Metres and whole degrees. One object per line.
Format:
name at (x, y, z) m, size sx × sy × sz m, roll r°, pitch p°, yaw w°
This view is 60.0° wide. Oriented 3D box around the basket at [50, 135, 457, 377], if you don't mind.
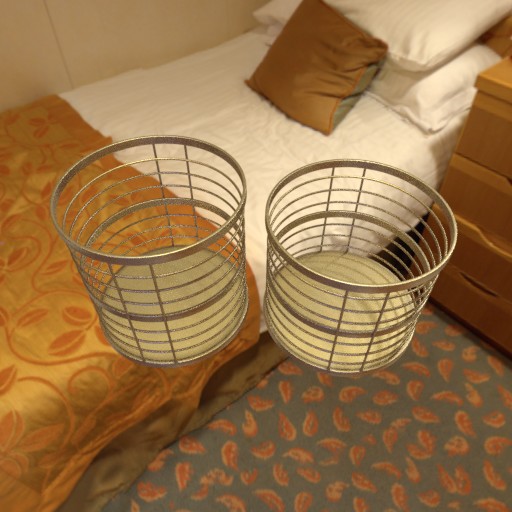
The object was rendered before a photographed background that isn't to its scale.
basket at (0.000, 0.000, 0.939) m, size 0.746 × 0.351 × 0.356 m, roll 2°, pitch 47°, yaw 2°
